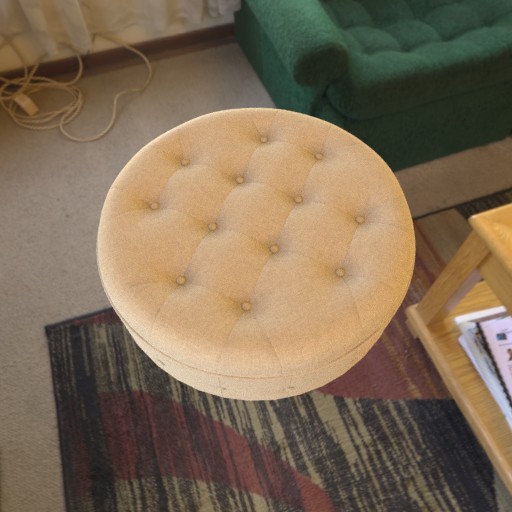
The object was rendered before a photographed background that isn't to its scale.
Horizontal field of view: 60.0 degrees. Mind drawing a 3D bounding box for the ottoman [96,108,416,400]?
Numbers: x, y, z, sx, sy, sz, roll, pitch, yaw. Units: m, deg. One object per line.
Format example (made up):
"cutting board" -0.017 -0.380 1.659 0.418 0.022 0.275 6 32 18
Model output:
"ottoman" 0.000 0.000 1.339 0.849 0.478 0.849 0 58 0
